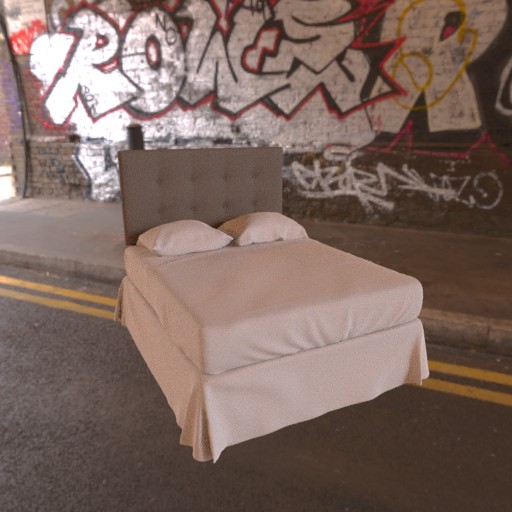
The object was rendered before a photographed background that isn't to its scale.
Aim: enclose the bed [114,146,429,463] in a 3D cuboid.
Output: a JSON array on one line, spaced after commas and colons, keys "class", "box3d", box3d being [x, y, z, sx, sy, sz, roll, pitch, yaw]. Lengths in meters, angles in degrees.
[{"class": "bed", "box3d": [0.000, 0.000, 3.509, 1.936, 1.577, 2.222, -8, 18, -26]}]
